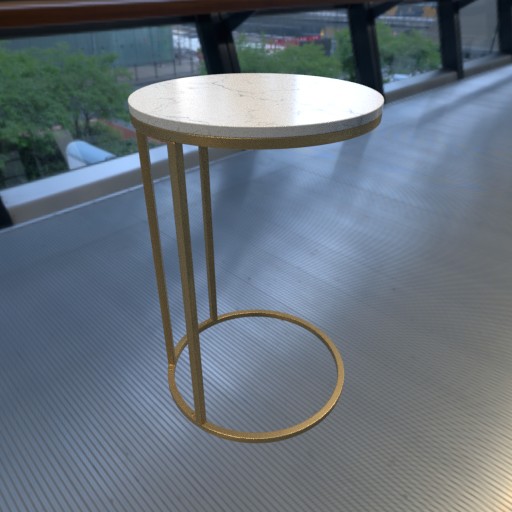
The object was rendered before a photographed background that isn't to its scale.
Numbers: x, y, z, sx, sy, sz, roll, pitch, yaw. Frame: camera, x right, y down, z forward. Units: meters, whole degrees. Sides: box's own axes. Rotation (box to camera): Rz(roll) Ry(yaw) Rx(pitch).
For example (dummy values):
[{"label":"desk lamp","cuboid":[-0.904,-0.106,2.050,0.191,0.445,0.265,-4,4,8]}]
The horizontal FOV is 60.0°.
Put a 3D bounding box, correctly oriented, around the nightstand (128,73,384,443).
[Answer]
[{"label":"nightstand","cuboid":[0.000,0.000,0.870,0.400,0.610,0.400,0,31,0]}]
